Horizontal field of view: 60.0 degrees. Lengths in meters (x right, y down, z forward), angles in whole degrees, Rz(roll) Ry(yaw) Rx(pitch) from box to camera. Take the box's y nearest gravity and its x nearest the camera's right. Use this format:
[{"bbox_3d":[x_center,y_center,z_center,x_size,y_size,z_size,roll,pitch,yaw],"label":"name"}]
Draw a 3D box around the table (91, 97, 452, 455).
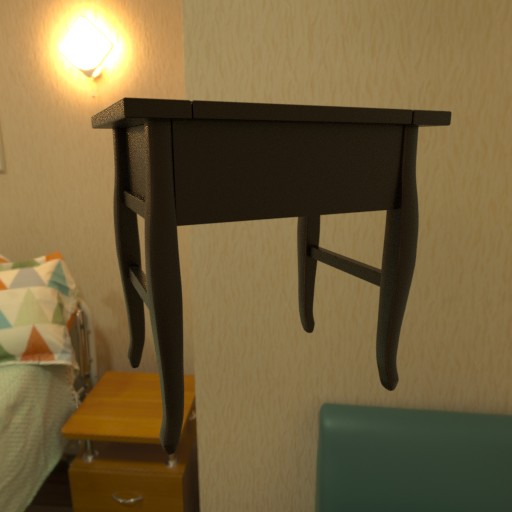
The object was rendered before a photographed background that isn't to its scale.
[{"bbox_3d":[0.000,0.000,0.987,0.602,0.604,0.460,-6,15,-24],"label":"table"}]
